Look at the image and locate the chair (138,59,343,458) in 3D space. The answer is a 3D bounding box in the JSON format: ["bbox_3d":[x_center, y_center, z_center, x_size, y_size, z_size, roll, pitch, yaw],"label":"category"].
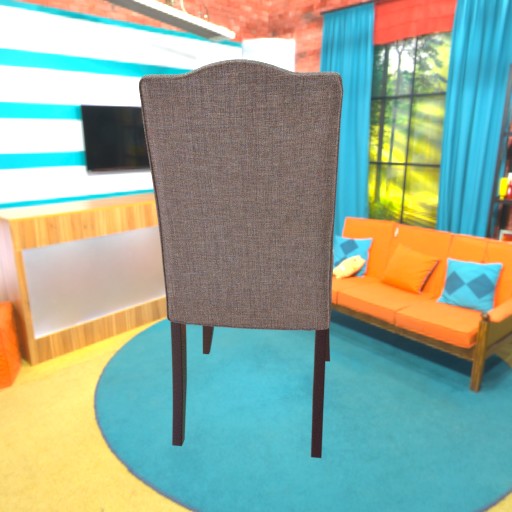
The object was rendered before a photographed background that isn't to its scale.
[{"bbox_3d":[0.000,0.000,1.351,0.513,1.016,0.660,2,15,7],"label":"chair"}]
